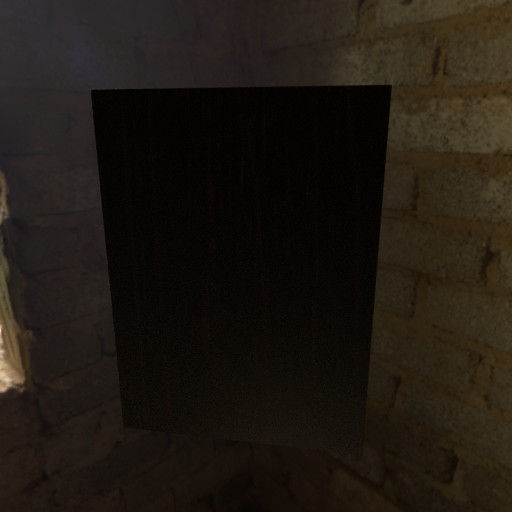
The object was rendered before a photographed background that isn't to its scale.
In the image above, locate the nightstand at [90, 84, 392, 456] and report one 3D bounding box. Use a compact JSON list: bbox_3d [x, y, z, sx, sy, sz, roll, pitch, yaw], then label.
[{"bbox_3d":[0.000,0.000,0.821,0.400,0.559,0.356,3,17,10],"label":"nightstand"}]
